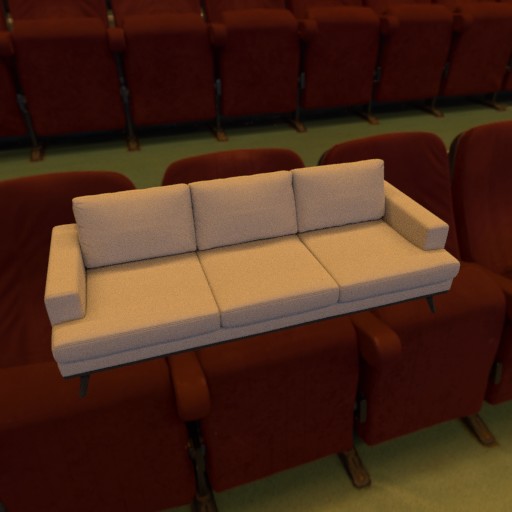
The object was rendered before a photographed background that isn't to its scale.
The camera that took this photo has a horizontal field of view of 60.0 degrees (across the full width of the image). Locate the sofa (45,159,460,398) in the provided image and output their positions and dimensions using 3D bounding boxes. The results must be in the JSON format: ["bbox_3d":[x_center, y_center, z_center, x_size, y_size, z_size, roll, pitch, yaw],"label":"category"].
[{"bbox_3d":[0.000,0.000,2.707,2.310,0.810,0.920,-10,34,-15],"label":"sofa"}]
